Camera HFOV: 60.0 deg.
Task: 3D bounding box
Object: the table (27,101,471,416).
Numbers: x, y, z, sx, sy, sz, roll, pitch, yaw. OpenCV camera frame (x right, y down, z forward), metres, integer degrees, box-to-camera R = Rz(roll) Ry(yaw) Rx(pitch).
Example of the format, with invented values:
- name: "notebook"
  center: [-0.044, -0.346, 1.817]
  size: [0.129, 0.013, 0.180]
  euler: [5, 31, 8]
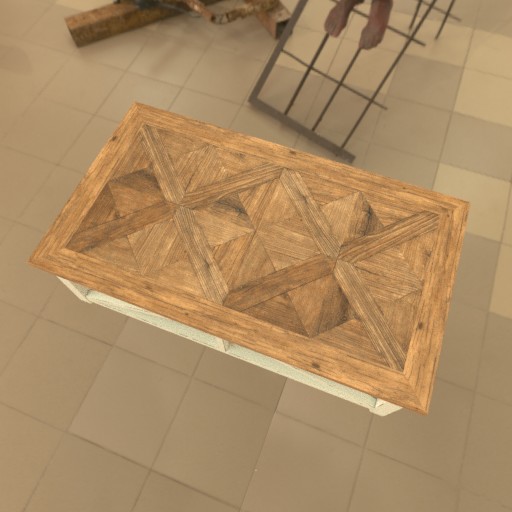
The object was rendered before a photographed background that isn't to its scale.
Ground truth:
- name: "table"
  center: [0.000, 0.000, 1.774]
  size: [1.400, 0.410, 0.800]
  euler: [19, 66, 9]
